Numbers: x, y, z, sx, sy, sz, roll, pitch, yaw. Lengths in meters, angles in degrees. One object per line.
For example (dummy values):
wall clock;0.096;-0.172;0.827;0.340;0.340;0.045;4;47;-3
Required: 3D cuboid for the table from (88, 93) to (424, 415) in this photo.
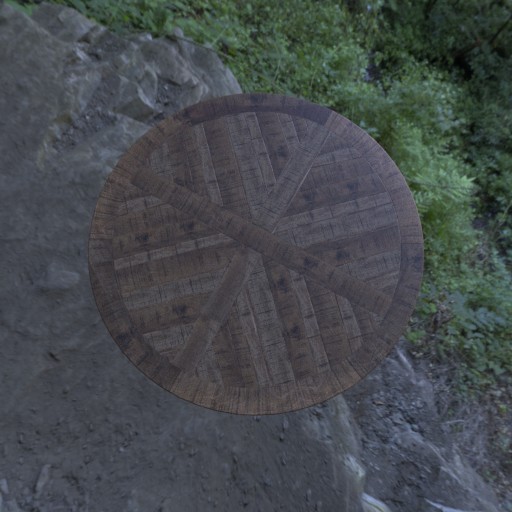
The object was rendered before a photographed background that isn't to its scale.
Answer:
table;0.000;0.000;1.920;1.264;0.516;1.264;0;75;0
